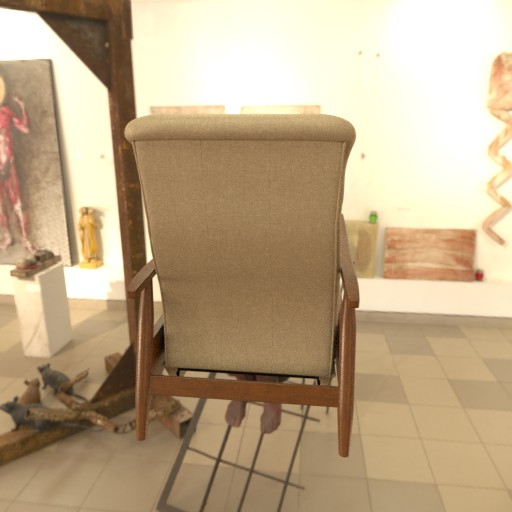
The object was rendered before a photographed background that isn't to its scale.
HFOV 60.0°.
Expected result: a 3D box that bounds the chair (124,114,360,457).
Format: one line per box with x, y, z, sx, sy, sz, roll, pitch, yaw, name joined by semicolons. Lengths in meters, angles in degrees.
0.000;0.000;1.808;0.762;1.082;1.030;2;16;6;chair
